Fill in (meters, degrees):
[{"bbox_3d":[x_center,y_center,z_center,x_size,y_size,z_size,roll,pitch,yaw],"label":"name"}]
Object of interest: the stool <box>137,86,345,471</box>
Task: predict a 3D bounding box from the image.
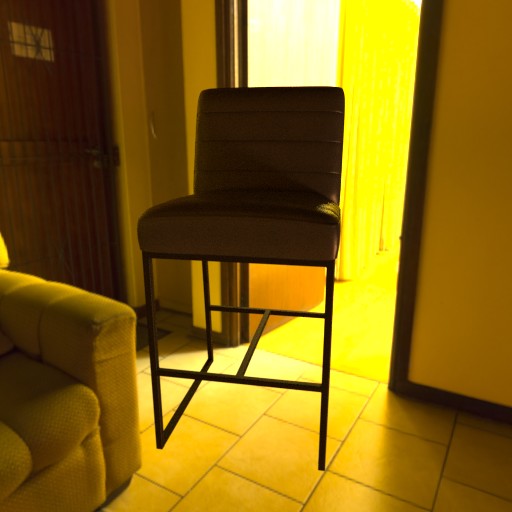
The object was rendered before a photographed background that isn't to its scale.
[{"bbox_3d":[0.000,0.000,1.241,0.457,0.938,0.552,3,15,10],"label":"stool"}]
